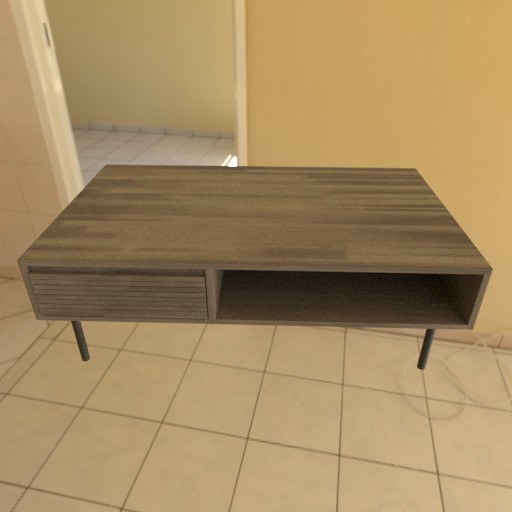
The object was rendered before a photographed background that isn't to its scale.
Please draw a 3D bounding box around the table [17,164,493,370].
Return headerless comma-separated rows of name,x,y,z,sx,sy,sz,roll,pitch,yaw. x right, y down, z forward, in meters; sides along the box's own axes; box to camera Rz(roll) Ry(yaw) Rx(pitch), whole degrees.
table,0.000,0.000,1.371,1.088,0.347,0.643,1,32,2
